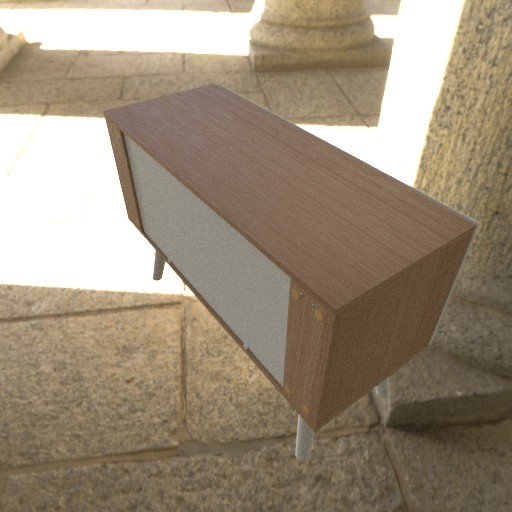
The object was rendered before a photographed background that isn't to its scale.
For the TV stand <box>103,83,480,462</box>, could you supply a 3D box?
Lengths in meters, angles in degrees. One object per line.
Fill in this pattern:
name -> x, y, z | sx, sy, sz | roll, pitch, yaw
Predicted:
TV stand -> 0.000, 0.000, 1.326 | 0.407, 0.660, 0.991 | -26, 47, -27
